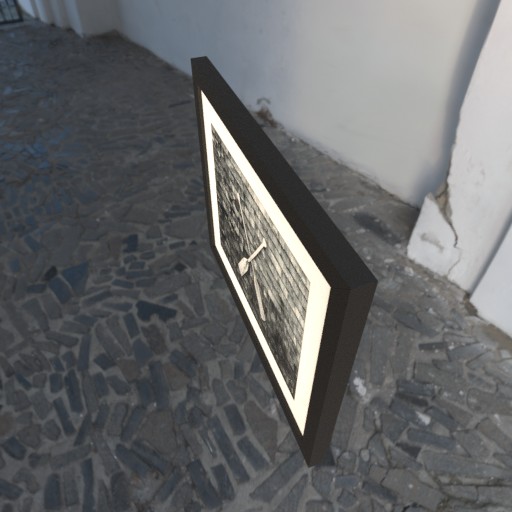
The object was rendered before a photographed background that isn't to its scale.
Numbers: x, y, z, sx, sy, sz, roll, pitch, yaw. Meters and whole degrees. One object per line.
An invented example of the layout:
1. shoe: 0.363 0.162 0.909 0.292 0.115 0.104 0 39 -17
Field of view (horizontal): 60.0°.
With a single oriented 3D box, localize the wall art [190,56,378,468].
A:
1. wall art: 0.000 0.000 0.752 0.029 0.457 0.558 -15 48 -14
